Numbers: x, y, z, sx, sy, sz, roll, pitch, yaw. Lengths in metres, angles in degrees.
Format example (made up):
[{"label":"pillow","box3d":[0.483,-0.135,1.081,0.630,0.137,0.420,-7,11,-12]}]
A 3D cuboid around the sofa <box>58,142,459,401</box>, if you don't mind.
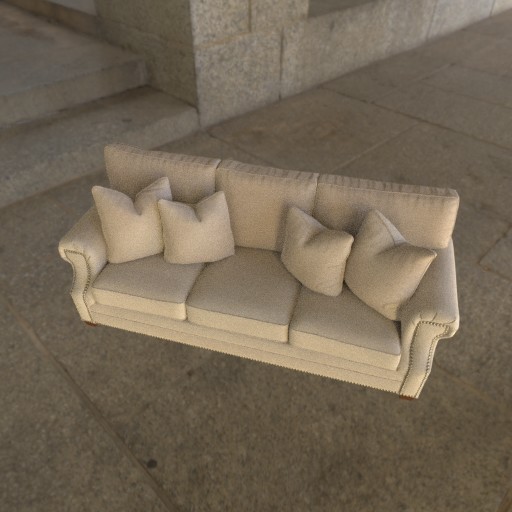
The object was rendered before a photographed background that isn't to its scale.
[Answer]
[{"label":"sofa","box3d":[0.000,0.000,2.759,2.312,0.975,0.965,10,42,12]}]
